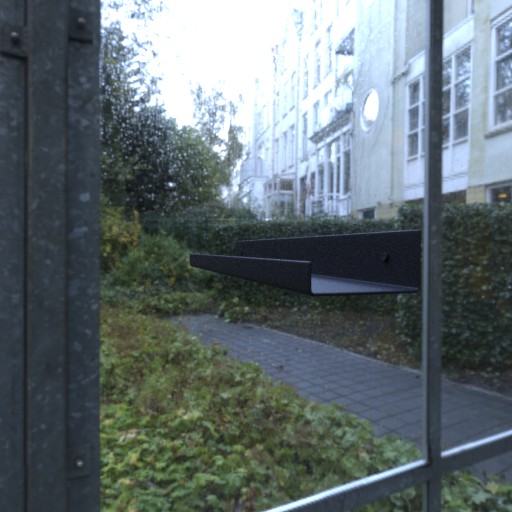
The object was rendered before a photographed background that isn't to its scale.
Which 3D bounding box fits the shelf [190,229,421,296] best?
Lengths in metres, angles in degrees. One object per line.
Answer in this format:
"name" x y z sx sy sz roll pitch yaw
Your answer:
"shelf" 0.000 0.000 0.642 0.102 0.053 0.605 0 1 -17
